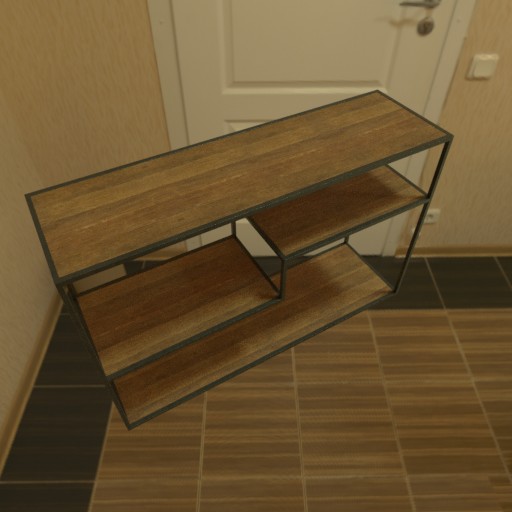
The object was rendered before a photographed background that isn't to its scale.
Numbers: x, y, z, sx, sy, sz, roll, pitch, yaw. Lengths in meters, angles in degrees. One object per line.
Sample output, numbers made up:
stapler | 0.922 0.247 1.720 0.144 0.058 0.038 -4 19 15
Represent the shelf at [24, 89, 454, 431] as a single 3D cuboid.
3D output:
shelf | 0.000 0.000 1.536 1.201 0.765 0.361 -23 50 -20
